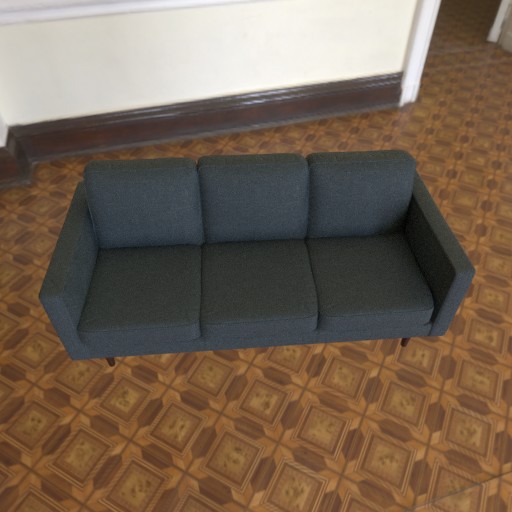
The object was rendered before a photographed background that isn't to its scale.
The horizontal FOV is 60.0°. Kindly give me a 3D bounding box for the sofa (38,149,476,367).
[{"bbox_3d":[0.000,0.000,2.480,2.013,0.945,0.935,-3,45,-3],"label":"sofa"}]
